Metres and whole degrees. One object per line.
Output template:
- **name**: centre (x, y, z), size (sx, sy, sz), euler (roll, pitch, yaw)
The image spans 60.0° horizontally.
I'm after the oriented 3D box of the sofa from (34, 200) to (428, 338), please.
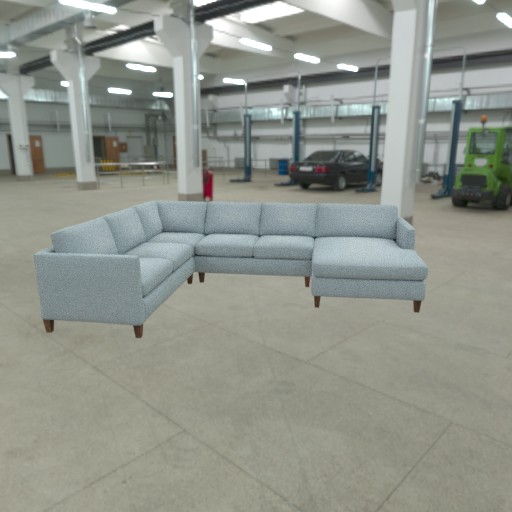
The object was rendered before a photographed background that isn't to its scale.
- **sofa**: centre (0.000, 0.000, 4.678), size (3.403, 0.889, 2.551), euler (2, 14, 8)
